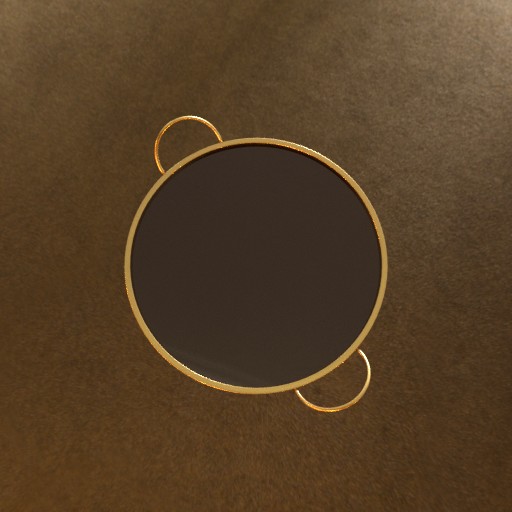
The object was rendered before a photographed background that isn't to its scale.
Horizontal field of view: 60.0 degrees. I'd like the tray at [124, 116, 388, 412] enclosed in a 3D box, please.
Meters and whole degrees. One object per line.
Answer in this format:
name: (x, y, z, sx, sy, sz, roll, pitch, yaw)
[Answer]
tray: (0.000, 0.000, 0.733, 0.438, 0.069, 0.543, -31, 78, -7)
